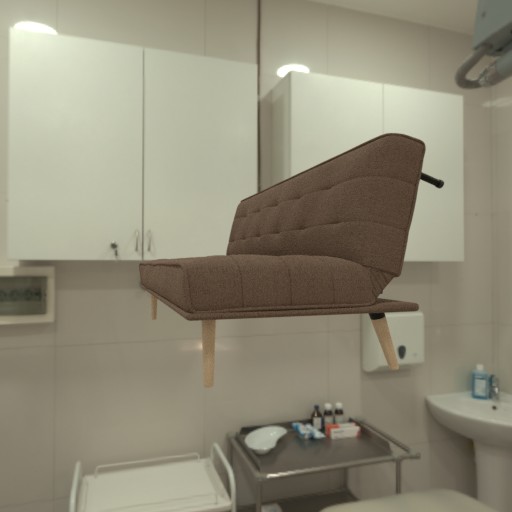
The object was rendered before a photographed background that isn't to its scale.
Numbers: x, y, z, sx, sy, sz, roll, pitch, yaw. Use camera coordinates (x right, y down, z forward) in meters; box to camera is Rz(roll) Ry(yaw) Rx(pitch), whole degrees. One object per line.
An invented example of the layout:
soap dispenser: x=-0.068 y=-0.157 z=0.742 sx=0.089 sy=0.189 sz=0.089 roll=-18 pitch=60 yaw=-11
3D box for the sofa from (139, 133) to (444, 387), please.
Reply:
sofa: x=0.000 y=0.000 z=2.251 sx=1.038 sy=0.810 sz=1.820 roll=0 pitch=-1 yaw=-18
